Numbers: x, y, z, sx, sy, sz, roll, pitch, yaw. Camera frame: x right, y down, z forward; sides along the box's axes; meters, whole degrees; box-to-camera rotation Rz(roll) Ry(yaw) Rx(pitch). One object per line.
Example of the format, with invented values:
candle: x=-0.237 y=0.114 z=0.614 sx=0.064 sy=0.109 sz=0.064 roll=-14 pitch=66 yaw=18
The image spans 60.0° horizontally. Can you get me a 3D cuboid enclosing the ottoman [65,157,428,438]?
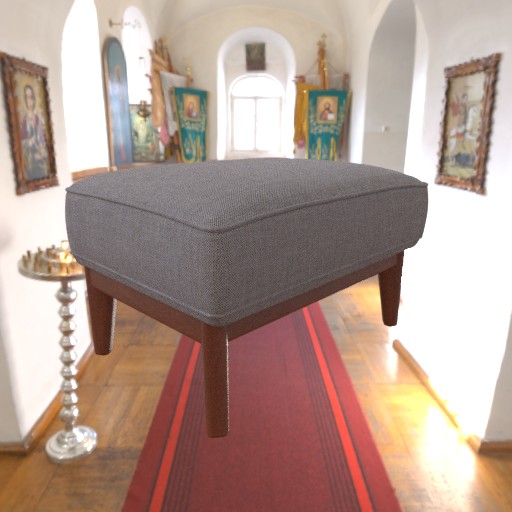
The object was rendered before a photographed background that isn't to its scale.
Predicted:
ottoman: x=0.000 y=0.000 z=1.108 sx=0.555 sy=0.458 sz=0.750 roll=16 pitch=23 yaw=42
